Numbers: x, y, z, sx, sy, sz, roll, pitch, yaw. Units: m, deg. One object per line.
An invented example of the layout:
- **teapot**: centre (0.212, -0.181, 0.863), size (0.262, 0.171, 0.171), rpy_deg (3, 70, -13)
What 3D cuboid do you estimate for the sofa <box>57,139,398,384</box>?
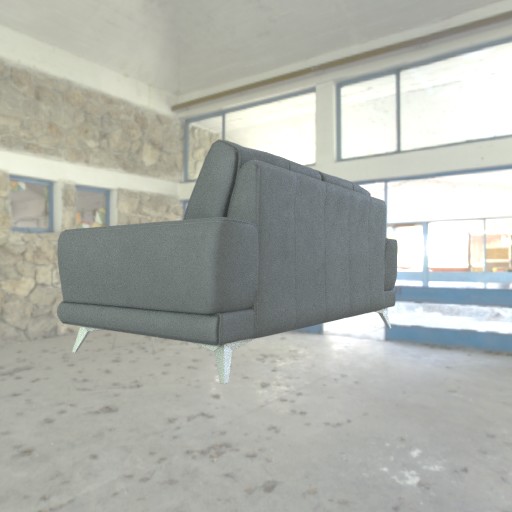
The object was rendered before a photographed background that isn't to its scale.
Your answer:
- **sofa**: centre (0.000, 0.000, 2.451), size (1.018, 0.907, 1.806), rpy_deg (-1, -1, 36)
